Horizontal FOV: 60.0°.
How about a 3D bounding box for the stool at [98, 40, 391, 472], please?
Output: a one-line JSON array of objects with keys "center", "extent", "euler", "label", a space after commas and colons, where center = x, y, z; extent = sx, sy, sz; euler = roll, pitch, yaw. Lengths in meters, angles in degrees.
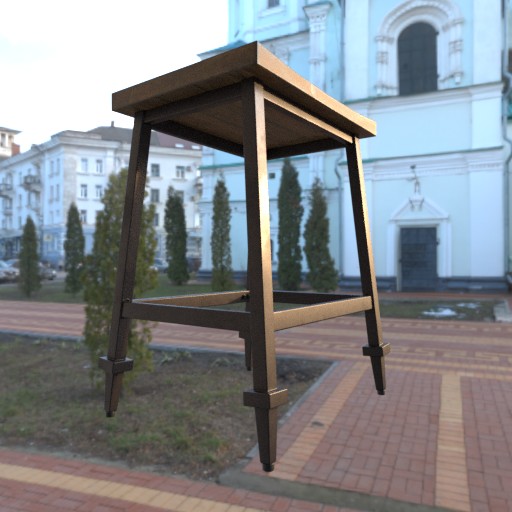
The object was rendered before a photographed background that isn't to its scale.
[{"center": [0.000, 0.000, 0.936], "extent": [0.405, 0.625, 0.486], "euler": [0, -1, 36], "label": "stool"}]
